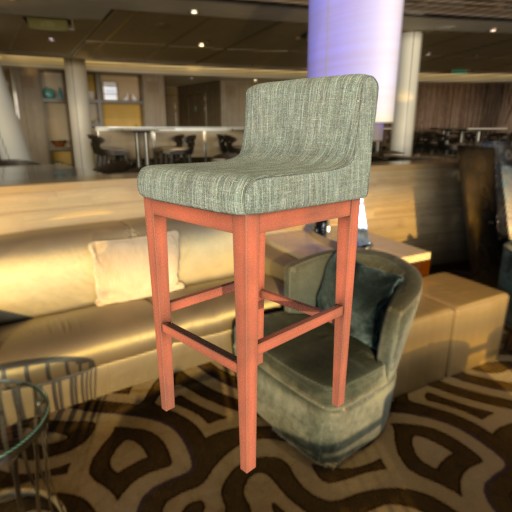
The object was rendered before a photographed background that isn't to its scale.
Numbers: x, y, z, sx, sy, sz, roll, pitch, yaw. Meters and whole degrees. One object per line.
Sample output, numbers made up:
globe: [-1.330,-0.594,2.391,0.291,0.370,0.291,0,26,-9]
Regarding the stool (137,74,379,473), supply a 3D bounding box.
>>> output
stool: [0.000,0.000,1.251,0.499,0.965,0.426,-15,22,-43]
